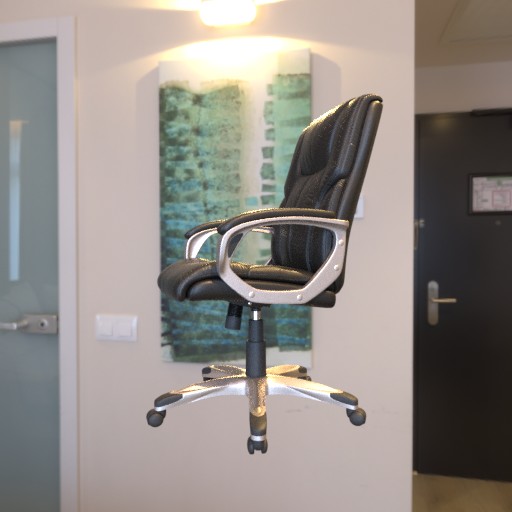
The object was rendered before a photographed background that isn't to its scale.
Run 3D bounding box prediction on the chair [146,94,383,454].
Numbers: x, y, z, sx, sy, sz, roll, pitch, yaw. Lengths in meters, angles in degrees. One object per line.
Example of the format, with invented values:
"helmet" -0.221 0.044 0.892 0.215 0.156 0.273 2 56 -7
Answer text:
"chair" 0.000 0.000 1.615 0.780 1.145 0.700 0 1 -19
